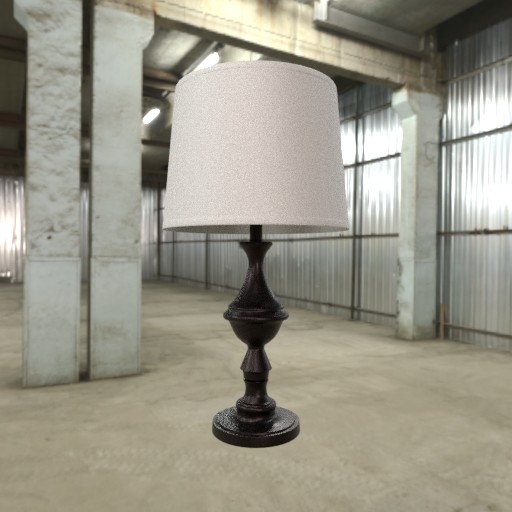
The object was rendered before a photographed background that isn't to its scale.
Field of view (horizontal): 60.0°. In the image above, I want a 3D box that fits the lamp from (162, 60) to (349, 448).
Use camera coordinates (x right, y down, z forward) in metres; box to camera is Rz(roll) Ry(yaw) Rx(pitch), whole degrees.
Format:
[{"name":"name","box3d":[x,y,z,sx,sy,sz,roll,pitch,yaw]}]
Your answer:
[{"name":"lamp","box3d":[0.000,0.000,0.928,0.383,0.726,0.383,0,0,0]}]
